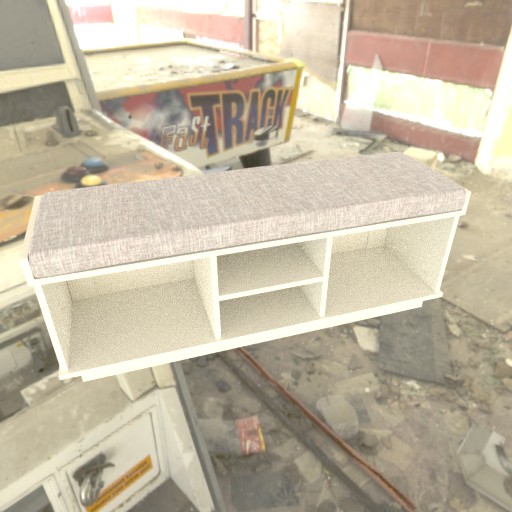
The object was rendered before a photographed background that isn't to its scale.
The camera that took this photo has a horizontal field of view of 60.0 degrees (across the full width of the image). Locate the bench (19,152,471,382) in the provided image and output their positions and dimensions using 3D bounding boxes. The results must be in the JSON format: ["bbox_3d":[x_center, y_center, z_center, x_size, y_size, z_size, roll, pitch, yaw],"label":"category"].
[{"bbox_3d":[0.000,0.000,1.371,1.196,0.453,0.363,-10,33,-15],"label":"bench"}]
